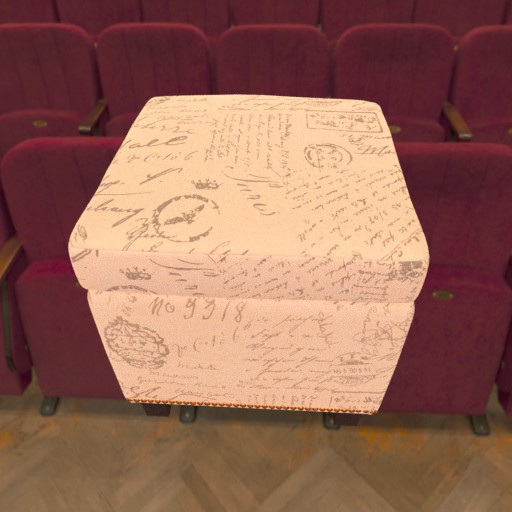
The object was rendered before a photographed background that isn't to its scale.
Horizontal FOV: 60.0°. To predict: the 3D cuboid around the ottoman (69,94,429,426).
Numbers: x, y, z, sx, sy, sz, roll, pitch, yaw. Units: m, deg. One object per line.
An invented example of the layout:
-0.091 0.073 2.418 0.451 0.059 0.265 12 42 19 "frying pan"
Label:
0.000 0.000 0.819 0.449 0.457 0.450 2 43 2 "ottoman"
